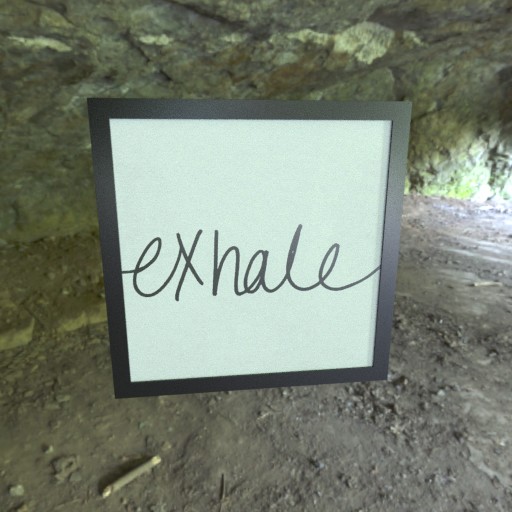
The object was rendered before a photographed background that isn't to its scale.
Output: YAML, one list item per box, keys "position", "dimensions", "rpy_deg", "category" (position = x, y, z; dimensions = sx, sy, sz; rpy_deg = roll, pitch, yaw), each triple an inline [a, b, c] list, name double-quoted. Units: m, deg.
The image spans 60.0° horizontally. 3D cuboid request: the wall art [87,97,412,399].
- position: [0.000, 0.000, 0.668]
  dimensions: [0.446, 0.445, 0.014]
  rpy_deg: [-2, 15, -7]
  category: "wall art"
